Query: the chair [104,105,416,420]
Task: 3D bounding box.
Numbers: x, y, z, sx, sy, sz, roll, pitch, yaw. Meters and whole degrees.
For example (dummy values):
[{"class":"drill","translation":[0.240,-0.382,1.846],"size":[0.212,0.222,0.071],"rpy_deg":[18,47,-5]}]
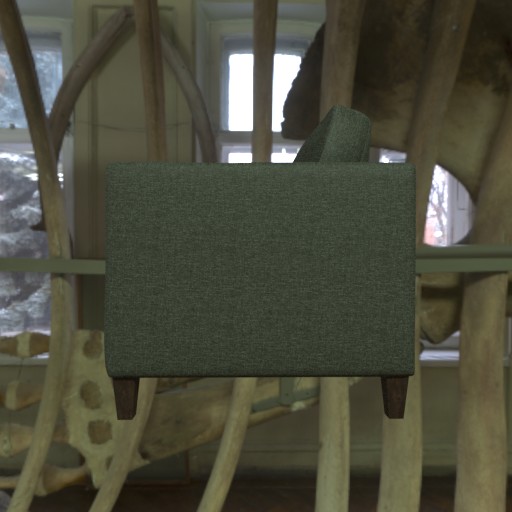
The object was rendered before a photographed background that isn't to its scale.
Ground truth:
[{"class":"chair","translation":[0.000,0.000,1.825],"size":[0.959,0.963,1.107],"rpy_deg":[0,1,-1]}]
